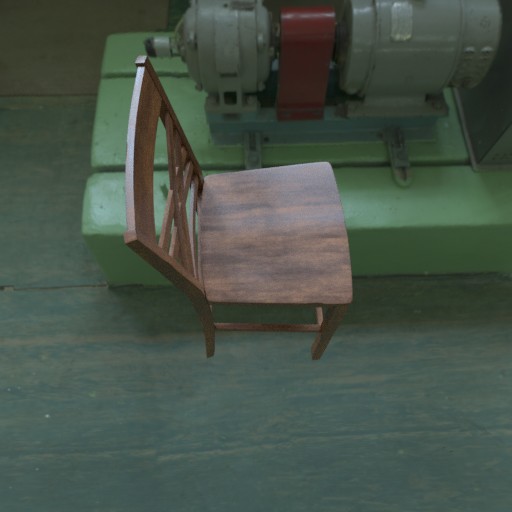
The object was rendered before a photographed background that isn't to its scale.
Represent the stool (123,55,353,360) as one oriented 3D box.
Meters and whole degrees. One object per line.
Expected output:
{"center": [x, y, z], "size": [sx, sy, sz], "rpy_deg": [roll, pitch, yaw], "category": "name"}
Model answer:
{"center": [0.000, 0.000, 1.327], "size": [0.487, 1.105, 0.433], "rpy_deg": [-3, 65, -1], "category": "stool"}
